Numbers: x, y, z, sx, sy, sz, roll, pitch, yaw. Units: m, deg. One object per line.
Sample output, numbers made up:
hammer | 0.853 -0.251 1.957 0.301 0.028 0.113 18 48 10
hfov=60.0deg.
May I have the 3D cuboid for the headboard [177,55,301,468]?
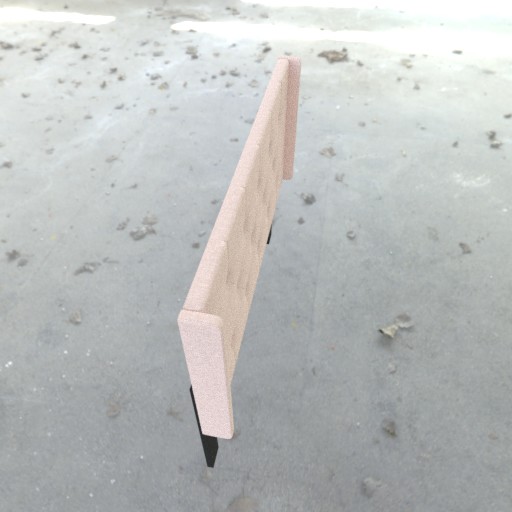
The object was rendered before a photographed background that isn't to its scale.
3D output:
headboard | 0.000 0.000 2.638 0.184 1.524 2.051 8 47 8
